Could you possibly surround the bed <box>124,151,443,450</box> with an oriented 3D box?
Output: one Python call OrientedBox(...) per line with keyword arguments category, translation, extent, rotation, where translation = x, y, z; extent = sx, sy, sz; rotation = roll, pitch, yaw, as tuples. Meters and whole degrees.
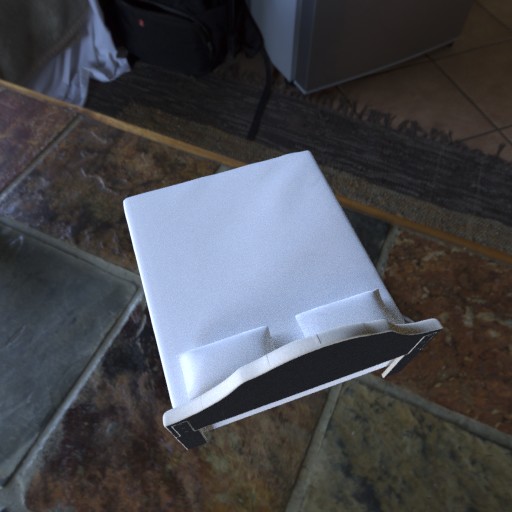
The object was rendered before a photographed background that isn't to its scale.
OrientedBox(category="bed", translation=(0.000, 0.000, 3.621), extent=(2.008, 1.615, 2.214), rotation=(-17, 61, -10))
